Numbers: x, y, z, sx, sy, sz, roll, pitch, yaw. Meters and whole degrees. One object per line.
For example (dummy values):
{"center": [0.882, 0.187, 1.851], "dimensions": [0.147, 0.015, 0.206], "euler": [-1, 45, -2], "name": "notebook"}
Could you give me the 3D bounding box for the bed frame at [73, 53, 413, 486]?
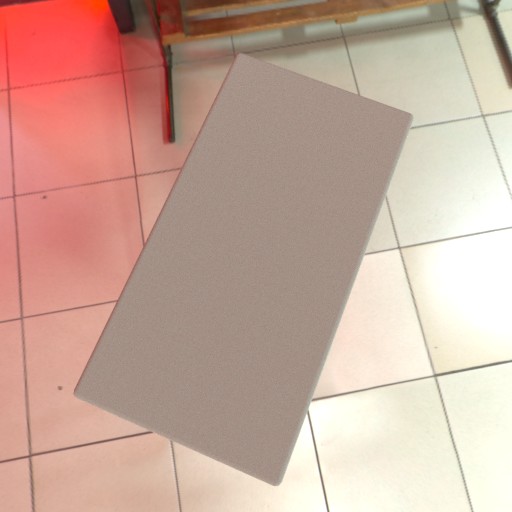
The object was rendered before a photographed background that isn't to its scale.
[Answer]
{"center": [0.000, 0.000, 3.222], "dimensions": [1.393, 0.680, 2.635], "euler": [22, 78, 5], "name": "bed frame"}
